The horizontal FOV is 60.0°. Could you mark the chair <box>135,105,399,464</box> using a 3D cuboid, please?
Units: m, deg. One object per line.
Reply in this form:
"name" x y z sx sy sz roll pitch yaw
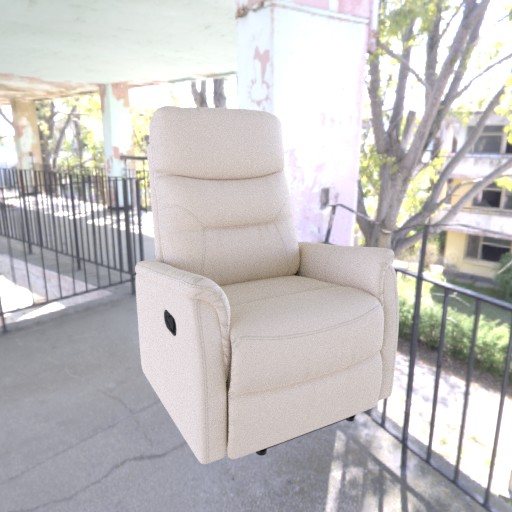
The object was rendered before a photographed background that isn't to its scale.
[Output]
"chair" 0.000 0.000 1.644 0.775 1.082 0.831 -8 16 -28
